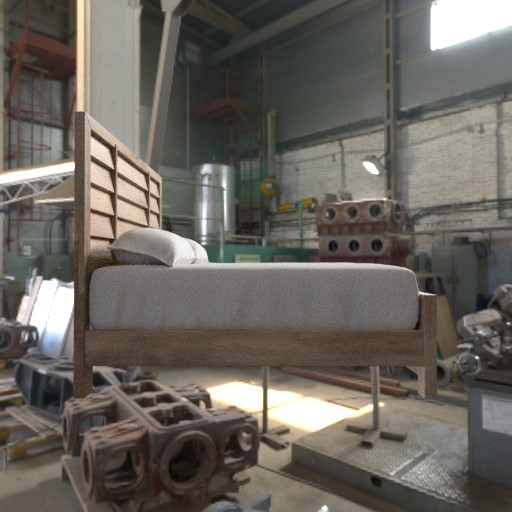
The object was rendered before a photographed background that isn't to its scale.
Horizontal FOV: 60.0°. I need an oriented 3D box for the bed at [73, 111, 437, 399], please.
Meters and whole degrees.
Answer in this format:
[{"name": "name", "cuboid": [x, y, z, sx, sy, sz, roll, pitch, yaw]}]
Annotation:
[{"name": "bed", "cuboid": [0.000, 0.000, 3.517, 2.062, 1.626, 2.032, 0, 0, 0]}]
